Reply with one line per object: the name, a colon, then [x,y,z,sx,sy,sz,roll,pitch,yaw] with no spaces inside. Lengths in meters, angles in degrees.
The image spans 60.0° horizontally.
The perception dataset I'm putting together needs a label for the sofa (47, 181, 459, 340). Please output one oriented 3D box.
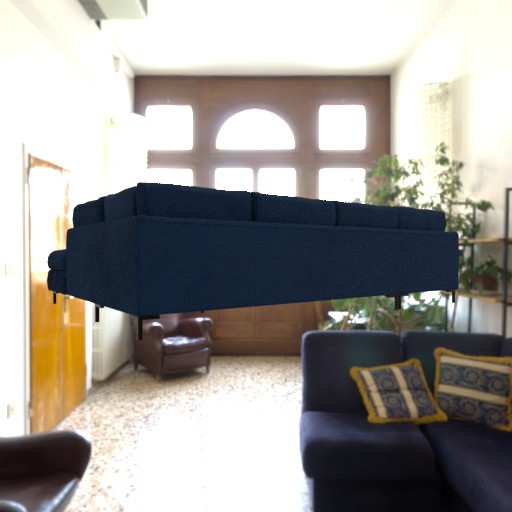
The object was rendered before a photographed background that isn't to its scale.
sofa: [0.000,0.000,3.212,2.486,0.687,1.707,0,0,-36]
